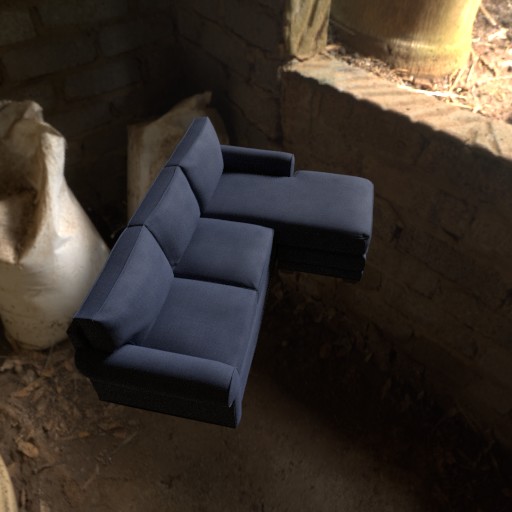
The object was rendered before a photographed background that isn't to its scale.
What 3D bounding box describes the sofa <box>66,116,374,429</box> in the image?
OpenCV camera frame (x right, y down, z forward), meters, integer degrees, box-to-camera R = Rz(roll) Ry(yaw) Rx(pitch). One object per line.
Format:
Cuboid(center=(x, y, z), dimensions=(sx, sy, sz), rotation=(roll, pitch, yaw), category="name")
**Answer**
Cuboid(center=(0.000, 0.000, 3.478), dimensions=(1.780, 1.063, 2.567), rotation=(8, 46, 8), category="sofa")
